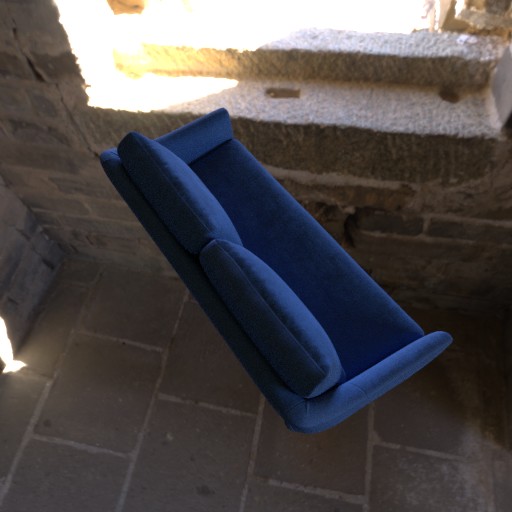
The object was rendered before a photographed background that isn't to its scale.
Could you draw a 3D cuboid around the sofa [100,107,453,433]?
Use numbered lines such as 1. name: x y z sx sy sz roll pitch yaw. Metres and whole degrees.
1. sofa: 0.000 0.000 2.554 0.960 0.903 2.036 -32 64 -18
